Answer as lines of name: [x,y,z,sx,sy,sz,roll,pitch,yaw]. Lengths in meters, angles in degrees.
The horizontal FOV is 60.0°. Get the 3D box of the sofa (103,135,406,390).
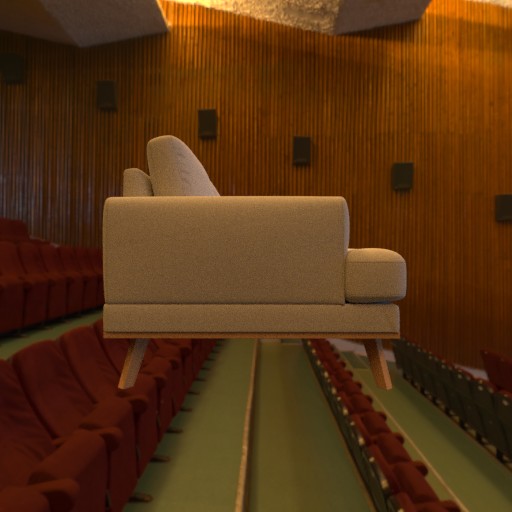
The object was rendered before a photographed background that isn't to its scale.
sofa: [0.000,0.000,2.105,0.915,0.810,1.651,0,-1,1]
